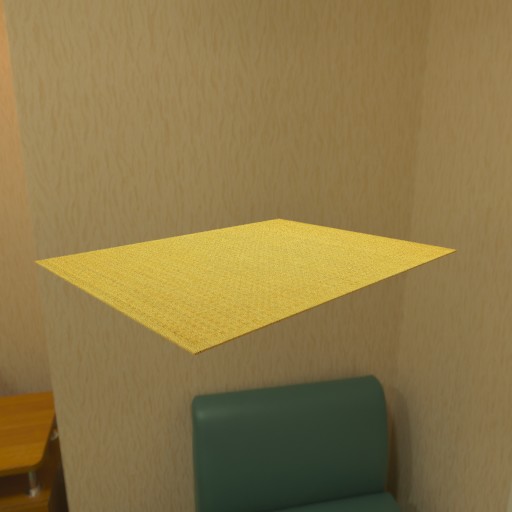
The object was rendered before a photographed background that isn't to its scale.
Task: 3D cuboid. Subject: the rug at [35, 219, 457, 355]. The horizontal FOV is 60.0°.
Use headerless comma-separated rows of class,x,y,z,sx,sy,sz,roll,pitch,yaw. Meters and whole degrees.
rug,0.000,0.000,4.274,3.242,0.015,2.486,-14,20,-42
